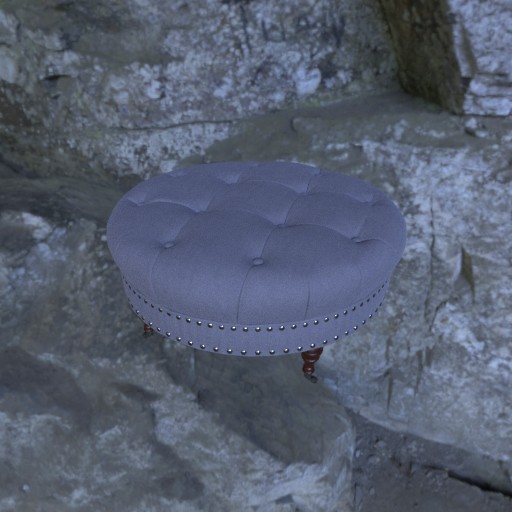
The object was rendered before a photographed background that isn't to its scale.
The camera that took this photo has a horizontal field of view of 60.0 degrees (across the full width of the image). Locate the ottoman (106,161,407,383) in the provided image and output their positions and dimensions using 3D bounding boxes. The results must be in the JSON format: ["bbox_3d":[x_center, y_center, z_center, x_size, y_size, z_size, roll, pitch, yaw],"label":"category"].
[{"bbox_3d":[0.000,0.000,1.451,0.901,0.439,0.901,0,30,0],"label":"ottoman"}]
